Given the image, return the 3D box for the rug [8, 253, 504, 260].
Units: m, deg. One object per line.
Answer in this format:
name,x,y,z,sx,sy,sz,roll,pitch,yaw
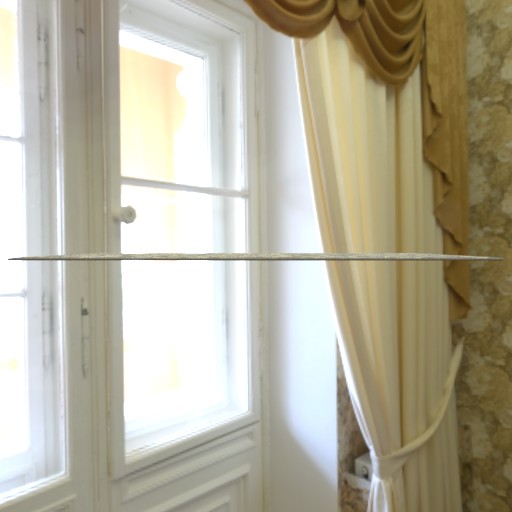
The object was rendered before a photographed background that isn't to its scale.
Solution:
rug,0.000,0.000,1.387,1.219,0.007,0.604,0,1,0
